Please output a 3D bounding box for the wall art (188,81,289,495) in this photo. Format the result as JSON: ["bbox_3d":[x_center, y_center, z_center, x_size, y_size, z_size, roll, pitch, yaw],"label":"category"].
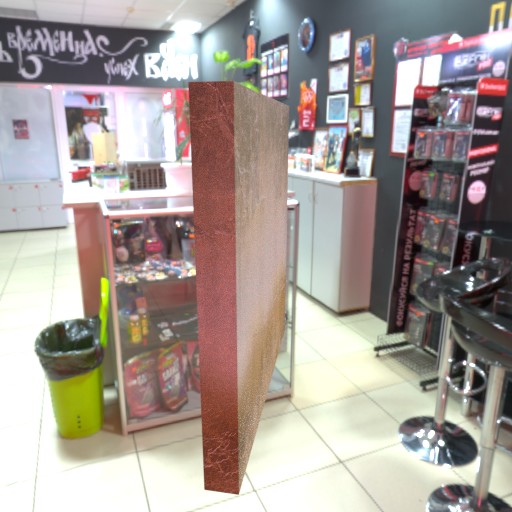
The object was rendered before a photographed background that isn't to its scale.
[{"bbox_3d":[0.000,0.000,0.605,0.038,0.407,0.405,3,16,10],"label":"wall art"}]
